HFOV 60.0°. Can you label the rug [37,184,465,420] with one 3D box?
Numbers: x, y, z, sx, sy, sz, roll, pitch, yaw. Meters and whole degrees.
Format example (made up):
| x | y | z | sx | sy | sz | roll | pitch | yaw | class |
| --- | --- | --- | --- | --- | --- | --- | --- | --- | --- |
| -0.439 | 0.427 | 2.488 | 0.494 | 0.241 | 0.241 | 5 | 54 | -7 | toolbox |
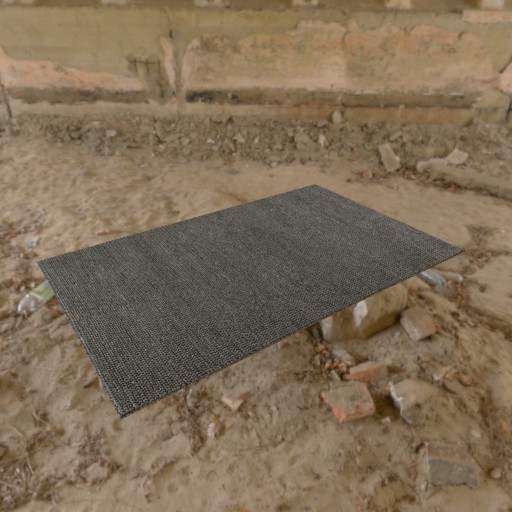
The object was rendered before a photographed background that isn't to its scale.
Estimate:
| x | y | z | sx | sy | sz | roll | pitch | yaw | class |
| --- | --- | --- | --- | --- | --- | --- | --- | --- | --- |
| 0.000 | 0.000 | 2.973 | 2.443 | 0.021 | 1.538 | -20 | 35 | -30 | rug |
